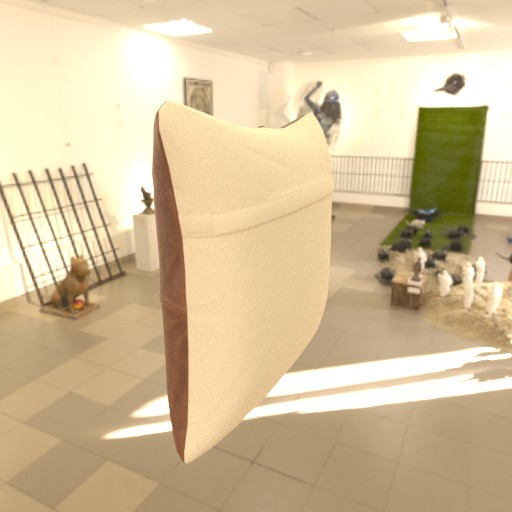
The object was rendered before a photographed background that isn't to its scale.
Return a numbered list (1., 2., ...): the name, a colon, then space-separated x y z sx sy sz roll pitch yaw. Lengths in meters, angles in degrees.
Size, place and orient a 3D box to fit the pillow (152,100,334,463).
1. pillow: 0.000 0.000 0.735 0.192 0.470 0.484 8 19 25
